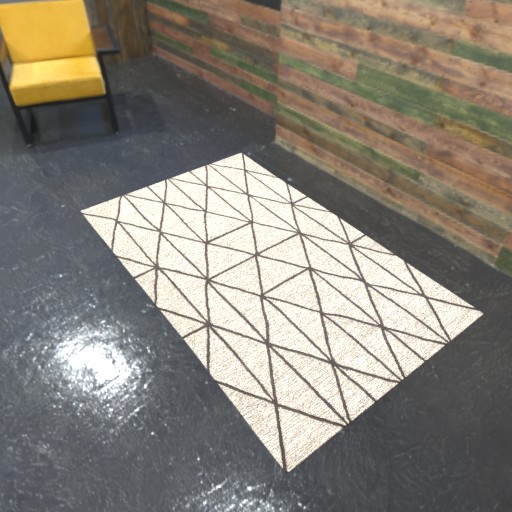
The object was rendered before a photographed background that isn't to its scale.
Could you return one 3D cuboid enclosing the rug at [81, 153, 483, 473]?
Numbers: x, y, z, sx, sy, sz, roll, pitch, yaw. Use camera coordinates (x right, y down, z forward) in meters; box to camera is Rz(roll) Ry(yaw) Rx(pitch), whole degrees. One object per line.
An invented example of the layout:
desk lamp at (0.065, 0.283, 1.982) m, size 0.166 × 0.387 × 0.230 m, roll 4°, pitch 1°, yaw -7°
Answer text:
rug at (0.000, 0.000, 3.022) m, size 1.526 × 0.008 × 2.465 m, roll -27°, pitch 48°, yaw -27°
